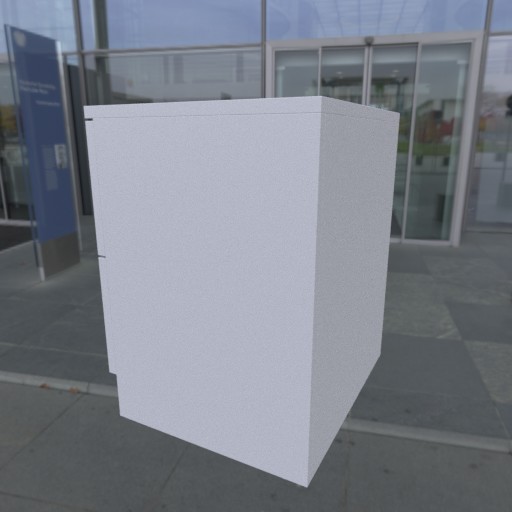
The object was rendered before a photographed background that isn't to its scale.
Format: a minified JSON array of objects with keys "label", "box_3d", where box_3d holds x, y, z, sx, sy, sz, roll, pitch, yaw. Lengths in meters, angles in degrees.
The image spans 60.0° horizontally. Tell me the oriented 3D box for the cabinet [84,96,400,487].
[{"label":"cabinet","box_3d":[0.000,0.000,0.752,0.360,0.470,0.400,8,17,27]}]
